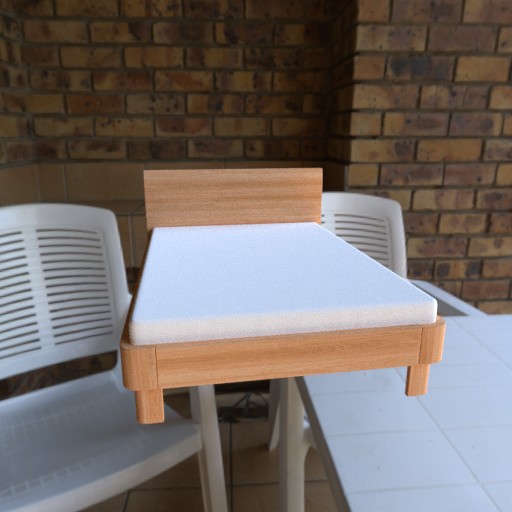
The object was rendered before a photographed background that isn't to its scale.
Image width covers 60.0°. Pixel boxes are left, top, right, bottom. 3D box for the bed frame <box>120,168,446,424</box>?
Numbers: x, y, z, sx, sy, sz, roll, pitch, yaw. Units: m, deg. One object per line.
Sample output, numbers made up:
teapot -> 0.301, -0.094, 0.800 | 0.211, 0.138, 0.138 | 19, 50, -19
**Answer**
bed frame -> 0.000, 0.000, 2.814 | 1.472, 0.940, 1.992 | -3, 16, -9
